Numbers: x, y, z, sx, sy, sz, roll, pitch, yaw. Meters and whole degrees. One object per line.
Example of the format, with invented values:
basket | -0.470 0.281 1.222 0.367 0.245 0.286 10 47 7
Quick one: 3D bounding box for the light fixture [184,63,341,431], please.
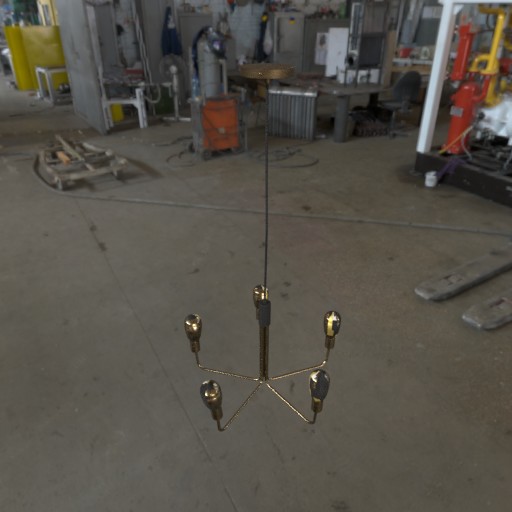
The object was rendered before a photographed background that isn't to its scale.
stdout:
light fixture | 0.000 0.000 1.340 0.532 1.059 0.588 8 30 14
